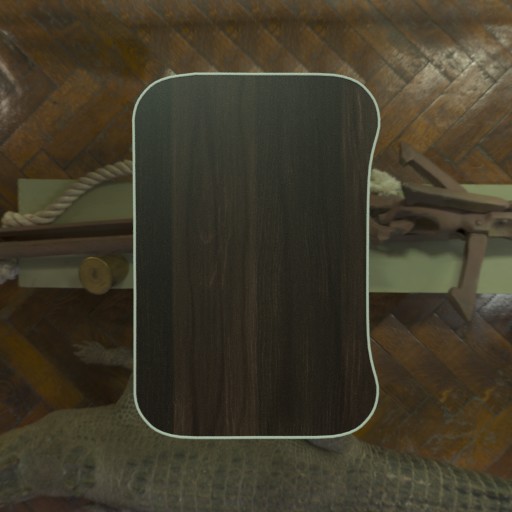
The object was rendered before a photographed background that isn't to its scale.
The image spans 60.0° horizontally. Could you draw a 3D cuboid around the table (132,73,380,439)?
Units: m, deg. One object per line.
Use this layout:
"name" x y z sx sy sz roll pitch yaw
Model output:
"table" 0.000 0.000 0.835 0.400 0.232 0.660 0 91 0
